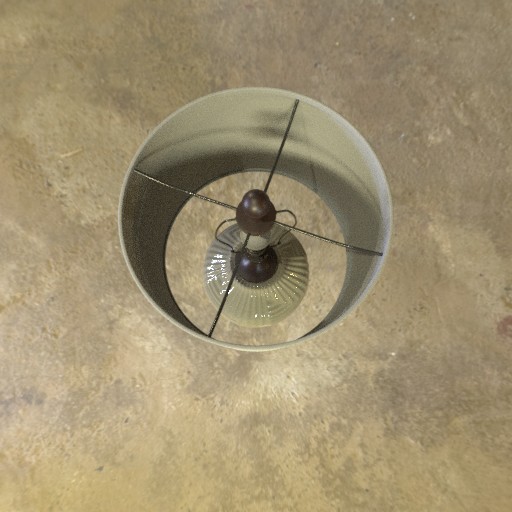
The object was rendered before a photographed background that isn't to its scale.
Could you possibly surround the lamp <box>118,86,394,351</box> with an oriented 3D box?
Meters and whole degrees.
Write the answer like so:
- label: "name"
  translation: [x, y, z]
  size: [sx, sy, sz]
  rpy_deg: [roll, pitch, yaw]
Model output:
- label: "lamp"
  translation: [0.000, 0.000, 0.753]
  size: [0.318, 0.567, 0.318]
  rpy_deg: [0, 77, 0]
